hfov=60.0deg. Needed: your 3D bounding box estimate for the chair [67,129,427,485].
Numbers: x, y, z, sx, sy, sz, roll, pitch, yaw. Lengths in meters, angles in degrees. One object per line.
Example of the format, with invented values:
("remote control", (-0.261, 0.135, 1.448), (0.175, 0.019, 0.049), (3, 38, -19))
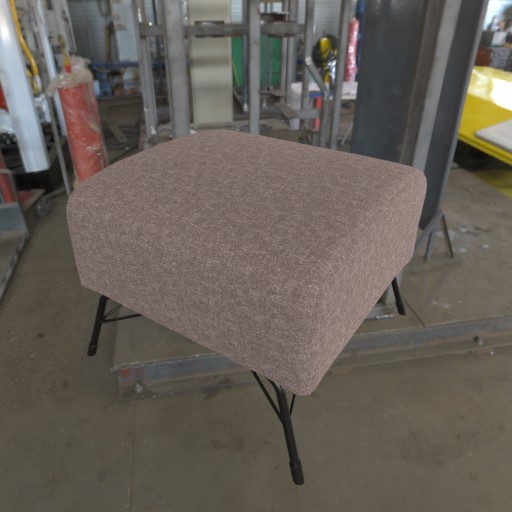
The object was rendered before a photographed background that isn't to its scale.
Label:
("chair", (0.000, 0.000, 0.909), (0.530, 0.410, 0.530), (20, 37, 28))
